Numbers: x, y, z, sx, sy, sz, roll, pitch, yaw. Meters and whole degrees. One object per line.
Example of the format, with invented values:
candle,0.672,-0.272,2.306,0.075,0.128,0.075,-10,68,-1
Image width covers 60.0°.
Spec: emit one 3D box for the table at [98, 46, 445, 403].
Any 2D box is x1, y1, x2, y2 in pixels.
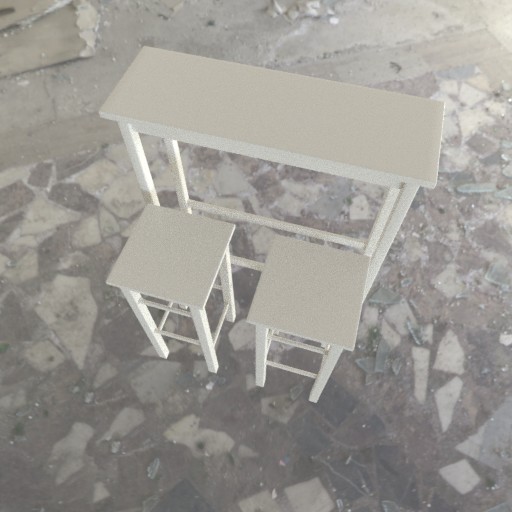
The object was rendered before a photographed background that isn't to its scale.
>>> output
table,0.000,0.000,1.601,0.915,1.065,0.650,14,60,8
